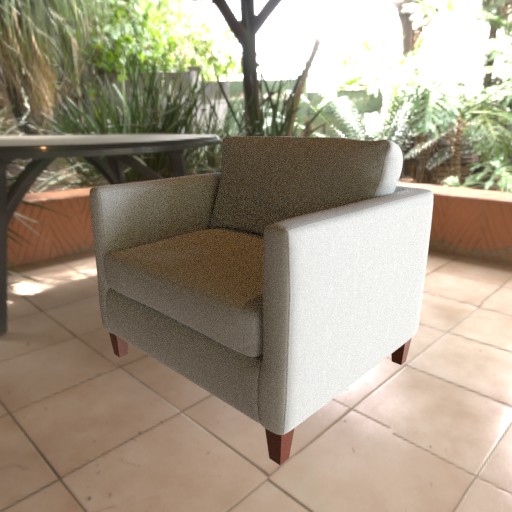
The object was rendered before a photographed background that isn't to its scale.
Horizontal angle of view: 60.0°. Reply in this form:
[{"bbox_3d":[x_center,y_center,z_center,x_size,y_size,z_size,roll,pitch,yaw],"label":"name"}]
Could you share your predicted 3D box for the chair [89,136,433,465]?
[{"bbox_3d":[0.000,0.000,1.862,1.107,0.961,0.953,16,23,41],"label":"chair"}]
